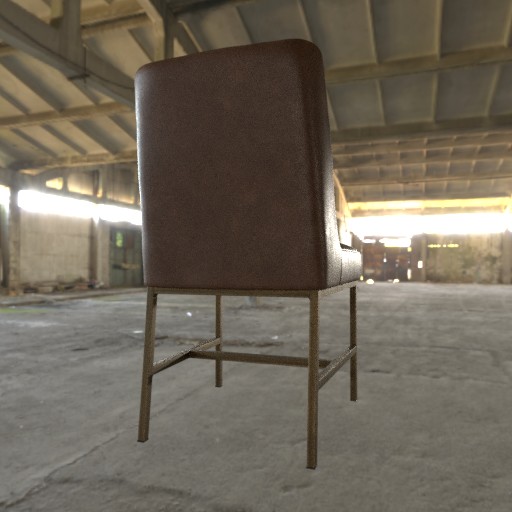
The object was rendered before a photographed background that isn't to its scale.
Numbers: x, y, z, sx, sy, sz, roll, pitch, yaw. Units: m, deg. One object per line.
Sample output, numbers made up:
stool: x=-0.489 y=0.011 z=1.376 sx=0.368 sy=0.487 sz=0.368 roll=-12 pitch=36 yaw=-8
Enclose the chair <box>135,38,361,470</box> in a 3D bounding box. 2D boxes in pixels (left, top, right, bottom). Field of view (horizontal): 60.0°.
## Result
chair: x=0.000 y=0.000 z=1.217 sx=0.508 sy=0.889 sz=0.587 roll=0 pitch=-1 yaw=20
